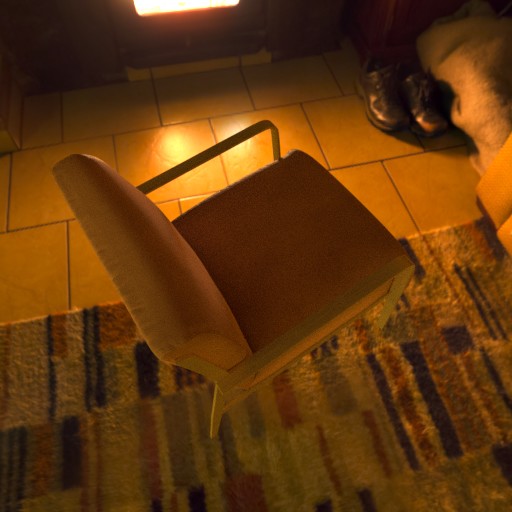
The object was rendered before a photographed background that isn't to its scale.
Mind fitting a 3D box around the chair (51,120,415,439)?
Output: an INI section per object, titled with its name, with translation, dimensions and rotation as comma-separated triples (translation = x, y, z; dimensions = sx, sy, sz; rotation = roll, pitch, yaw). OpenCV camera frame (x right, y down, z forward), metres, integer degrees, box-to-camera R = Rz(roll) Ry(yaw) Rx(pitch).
[chair]
translation = 0.000, 0.000, 1.428
dimensions = 0.848, 0.823, 0.701
rotation = -30, 63, -17
